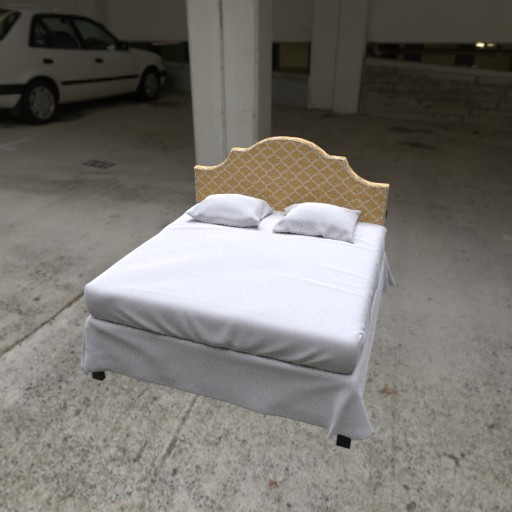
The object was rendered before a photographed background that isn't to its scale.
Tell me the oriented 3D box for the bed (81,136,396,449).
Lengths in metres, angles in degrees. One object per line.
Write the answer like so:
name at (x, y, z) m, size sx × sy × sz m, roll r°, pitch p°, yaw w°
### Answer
bed at (0.000, 0.000, 3.726) m, size 2.314 × 1.601 × 2.222 m, roll 9°, pitch 28°, yaw 17°
